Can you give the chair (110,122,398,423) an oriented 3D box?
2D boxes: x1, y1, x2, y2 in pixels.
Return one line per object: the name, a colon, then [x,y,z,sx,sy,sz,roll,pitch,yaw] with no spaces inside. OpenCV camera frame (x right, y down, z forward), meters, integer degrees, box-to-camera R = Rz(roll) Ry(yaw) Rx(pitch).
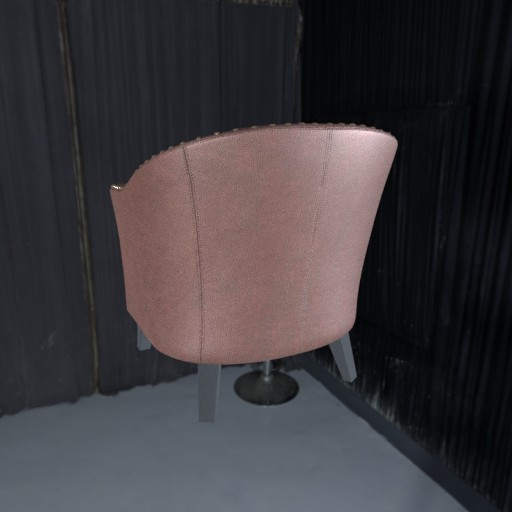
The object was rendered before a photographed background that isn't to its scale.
chair: [0.000,0.000,1.456,0.794,0.823,0.748,-7,17,-25]
